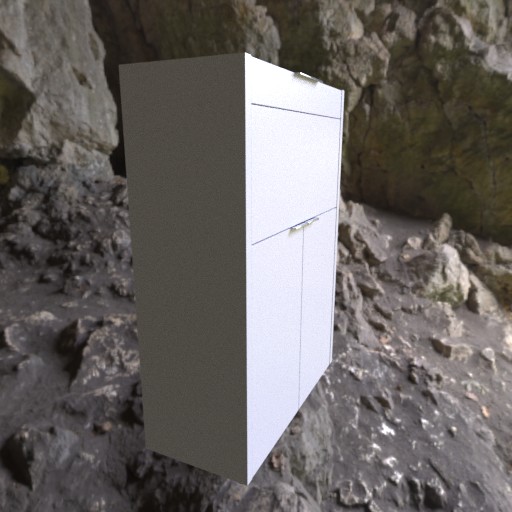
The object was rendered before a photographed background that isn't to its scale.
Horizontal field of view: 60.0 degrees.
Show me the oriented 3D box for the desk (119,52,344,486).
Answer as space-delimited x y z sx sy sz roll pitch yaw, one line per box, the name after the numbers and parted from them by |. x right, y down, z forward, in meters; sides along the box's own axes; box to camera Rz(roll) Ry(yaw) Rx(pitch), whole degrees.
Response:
0.000 0.000 1.601 0.390 1.190 0.850 7 16 25 | desk
